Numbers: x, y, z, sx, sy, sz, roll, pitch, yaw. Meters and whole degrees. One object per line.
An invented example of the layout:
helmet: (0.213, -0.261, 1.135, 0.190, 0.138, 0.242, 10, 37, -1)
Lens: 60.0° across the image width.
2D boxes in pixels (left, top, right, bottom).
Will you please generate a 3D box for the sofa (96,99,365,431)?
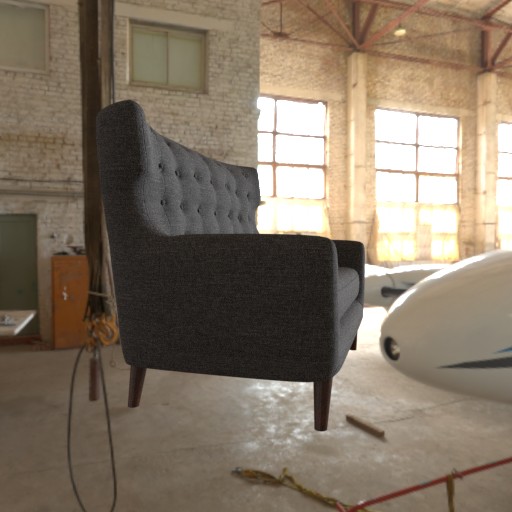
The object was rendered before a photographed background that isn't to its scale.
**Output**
sofa: (0.000, 0.000, 1.976, 0.874, 1.028, 1.358, 0, 1, 17)
